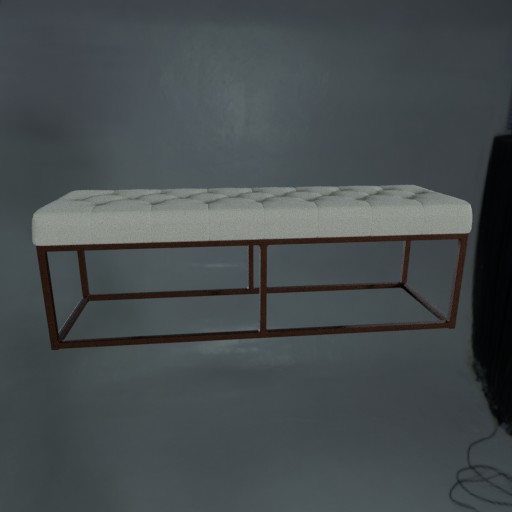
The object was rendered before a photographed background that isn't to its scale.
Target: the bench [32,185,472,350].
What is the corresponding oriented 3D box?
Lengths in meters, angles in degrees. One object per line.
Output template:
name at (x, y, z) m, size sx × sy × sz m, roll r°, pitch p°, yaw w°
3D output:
bench at (0.000, 0.000, 1.736) m, size 1.488 × 0.488 × 0.479 m, roll -2°, pitch 17°, yaw -6°
